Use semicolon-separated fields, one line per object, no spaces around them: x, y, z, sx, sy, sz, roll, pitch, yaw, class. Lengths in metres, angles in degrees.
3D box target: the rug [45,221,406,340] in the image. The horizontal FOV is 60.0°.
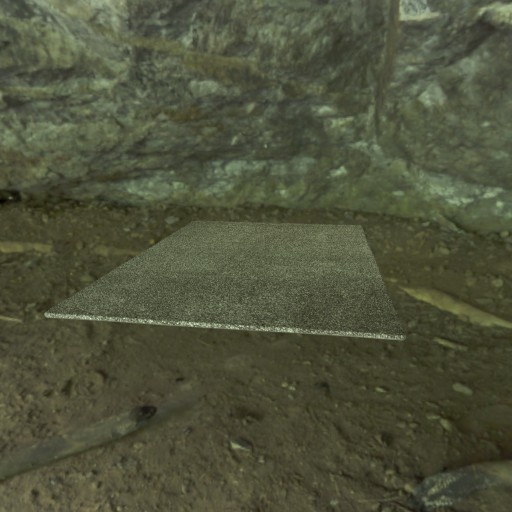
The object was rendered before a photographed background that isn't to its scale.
0.000;0.000;3.441;1.802;0.026;2.699;2;15;8;rug
